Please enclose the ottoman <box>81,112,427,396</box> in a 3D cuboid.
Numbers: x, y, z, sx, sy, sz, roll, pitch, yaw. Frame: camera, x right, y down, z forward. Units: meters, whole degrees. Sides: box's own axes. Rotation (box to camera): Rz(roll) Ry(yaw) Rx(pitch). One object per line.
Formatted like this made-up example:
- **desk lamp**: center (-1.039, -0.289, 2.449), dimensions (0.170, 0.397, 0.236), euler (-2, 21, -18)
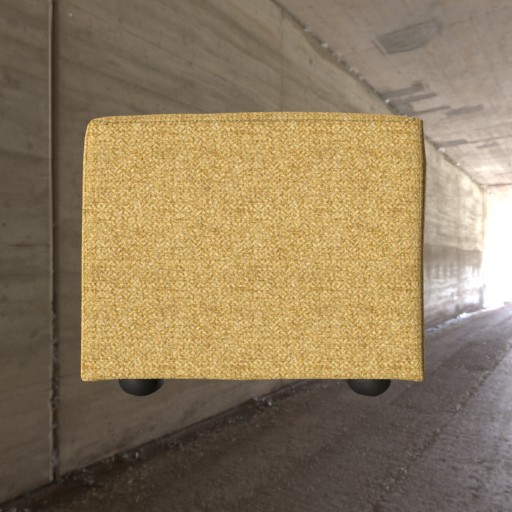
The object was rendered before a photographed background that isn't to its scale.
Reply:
- **ottoman**: center (0.000, 0.000, 0.878), dimensions (0.505, 0.441, 0.512), euler (0, 0, 0)
